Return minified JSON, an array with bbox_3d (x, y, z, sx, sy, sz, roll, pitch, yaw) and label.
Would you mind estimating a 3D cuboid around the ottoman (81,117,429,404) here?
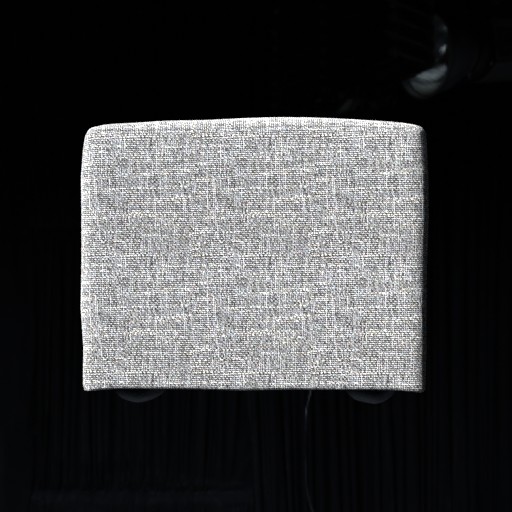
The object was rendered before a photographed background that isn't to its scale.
[{"bbox_3d":[0.000,0.000,0.891,0.512,0.453,0.521,0,2,1],"label":"ottoman"}]
